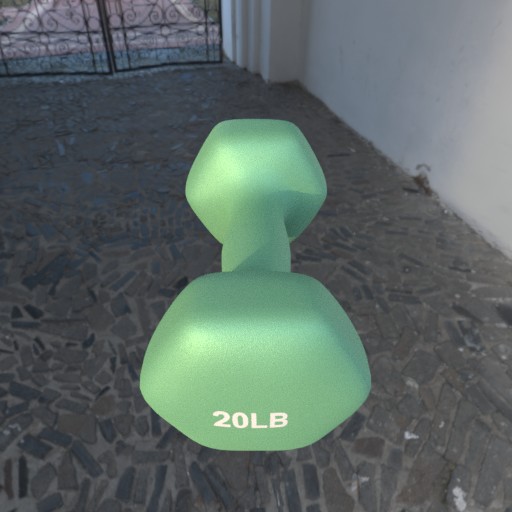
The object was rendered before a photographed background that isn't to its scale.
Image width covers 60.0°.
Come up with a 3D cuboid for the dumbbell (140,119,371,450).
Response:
[{"bbox_3d":[0.000,0.000,0.326,0.129,0.117,0.260,1,40,1],"label":"dumbbell"}]
